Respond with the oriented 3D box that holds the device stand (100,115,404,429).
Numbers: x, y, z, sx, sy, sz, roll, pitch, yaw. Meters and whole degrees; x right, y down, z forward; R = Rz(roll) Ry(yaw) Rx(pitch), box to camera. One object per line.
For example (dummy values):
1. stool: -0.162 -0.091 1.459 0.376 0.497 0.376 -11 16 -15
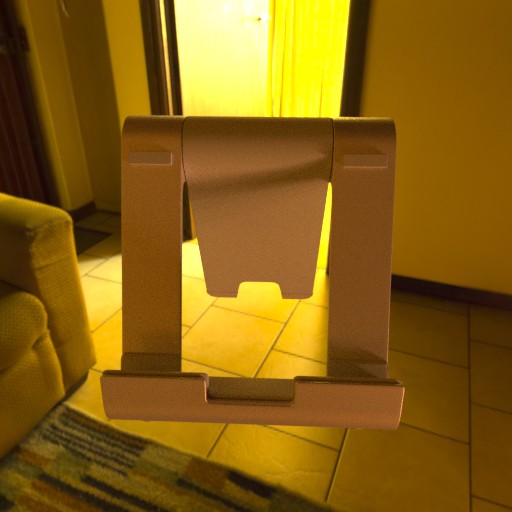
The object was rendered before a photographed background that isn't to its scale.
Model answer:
1. device stand: 0.000 0.000 0.148 0.086 0.084 0.079 1 28 2
